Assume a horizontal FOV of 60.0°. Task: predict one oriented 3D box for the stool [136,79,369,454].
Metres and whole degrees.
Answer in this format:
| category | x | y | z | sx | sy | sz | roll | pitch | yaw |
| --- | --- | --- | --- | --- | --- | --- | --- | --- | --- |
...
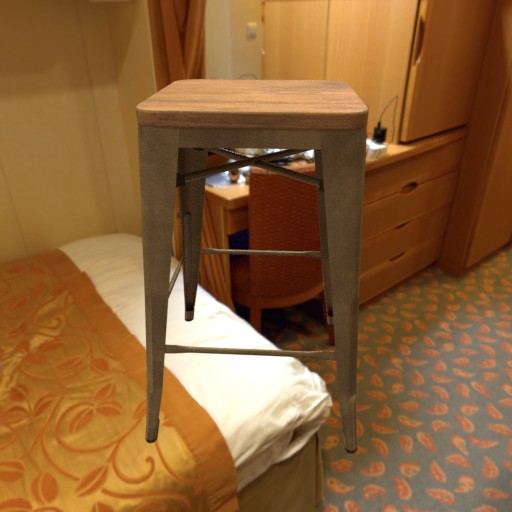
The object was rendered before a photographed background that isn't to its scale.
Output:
| category | x | y | z | sx | sy | sz | roll | pitch | yaw |
| --- | --- | --- | --- | --- | --- | --- | --- | --- | --- |
| stool | 0.000 | 0.000 | 0.869 | 0.407 | 0.607 | 0.407 | 2 | 29 | 3 |
